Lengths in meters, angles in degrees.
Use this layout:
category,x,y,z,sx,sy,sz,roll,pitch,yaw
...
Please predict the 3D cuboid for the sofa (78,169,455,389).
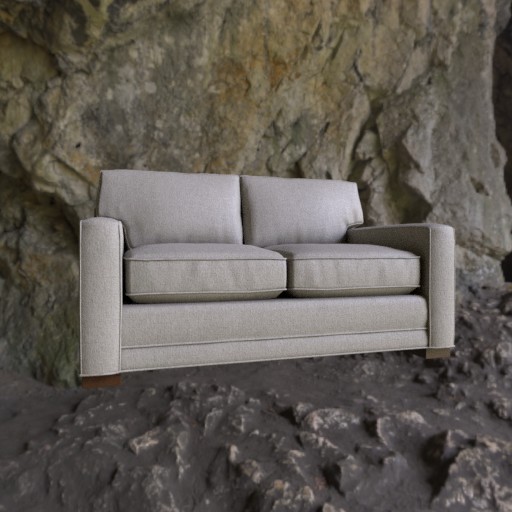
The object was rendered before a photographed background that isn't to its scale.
category,x,y,z,sx,sy,sz,roll,pitch,yaw
sofa,0.000,0.000,2.078,1.484,0.853,0.940,0,1,-17
